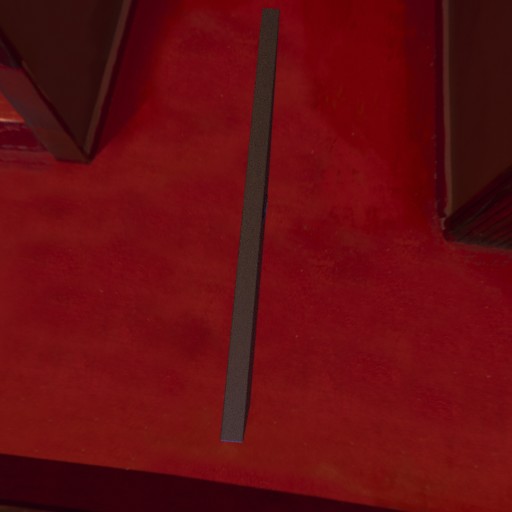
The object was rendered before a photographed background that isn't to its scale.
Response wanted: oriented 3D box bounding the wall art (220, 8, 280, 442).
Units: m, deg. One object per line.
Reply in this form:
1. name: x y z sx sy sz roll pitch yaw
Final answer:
1. wall art: 0.000 0.000 1.166 0.043 0.807 0.805 5 75 1
